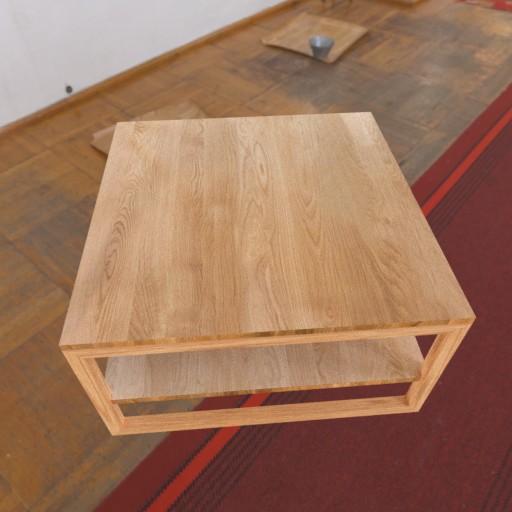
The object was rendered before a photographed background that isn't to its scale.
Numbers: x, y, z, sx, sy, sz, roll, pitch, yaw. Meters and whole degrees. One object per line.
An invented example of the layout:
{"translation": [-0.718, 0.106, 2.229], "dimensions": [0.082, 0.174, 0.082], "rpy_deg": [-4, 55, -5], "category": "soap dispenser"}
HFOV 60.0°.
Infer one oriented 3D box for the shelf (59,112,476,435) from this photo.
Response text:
{"translation": [0.000, 0.000, 1.430], "dimensions": [0.899, 0.480, 0.899], "rpy_deg": [-3, 47, -3], "category": "shelf"}
